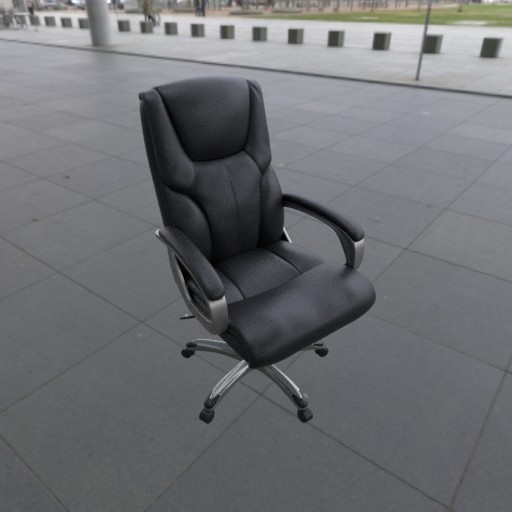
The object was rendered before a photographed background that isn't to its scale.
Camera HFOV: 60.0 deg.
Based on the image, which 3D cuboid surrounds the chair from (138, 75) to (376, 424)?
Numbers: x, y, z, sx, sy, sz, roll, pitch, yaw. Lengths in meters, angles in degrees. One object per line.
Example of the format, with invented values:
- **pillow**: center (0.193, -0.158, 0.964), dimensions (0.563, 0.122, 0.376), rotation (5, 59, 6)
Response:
- **chair**: center (0.000, 0.000, 1.621), dimensions (0.663, 1.155, 0.739), rotation (-21, 36, -31)
